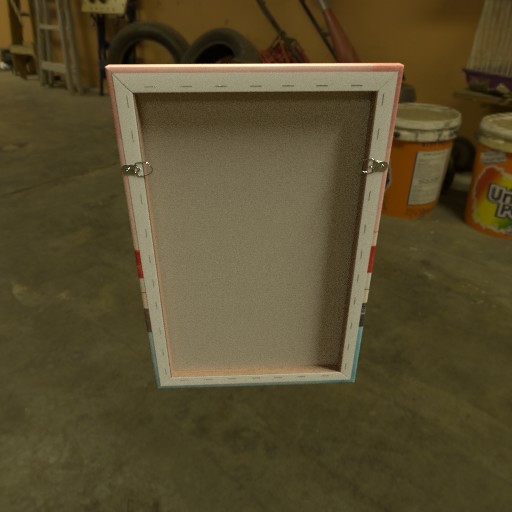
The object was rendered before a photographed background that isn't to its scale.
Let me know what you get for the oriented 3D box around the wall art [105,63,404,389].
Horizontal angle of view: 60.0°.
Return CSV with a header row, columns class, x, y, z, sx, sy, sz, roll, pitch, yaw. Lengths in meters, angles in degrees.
class,x,y,z,sx,sy,sz,roll,pitch,yaw
wall art,0.000,0.000,1.147,0.610,0.914,0.038,-1,31,-2
